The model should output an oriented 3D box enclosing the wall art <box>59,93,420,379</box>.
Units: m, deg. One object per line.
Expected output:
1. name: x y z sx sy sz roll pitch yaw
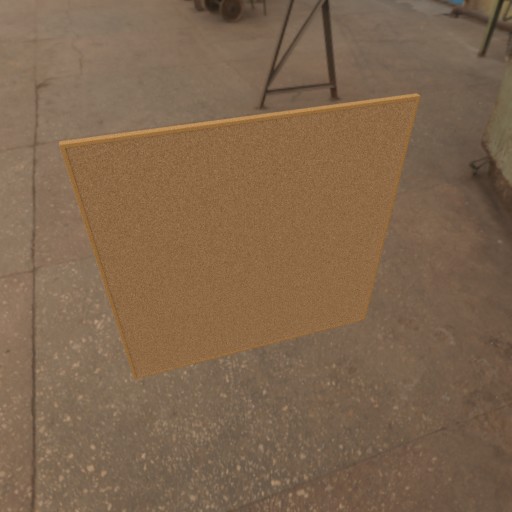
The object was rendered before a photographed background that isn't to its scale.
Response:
1. wall art: 0.000 0.000 0.997 0.657 0.655 0.014 -12 43 -13
